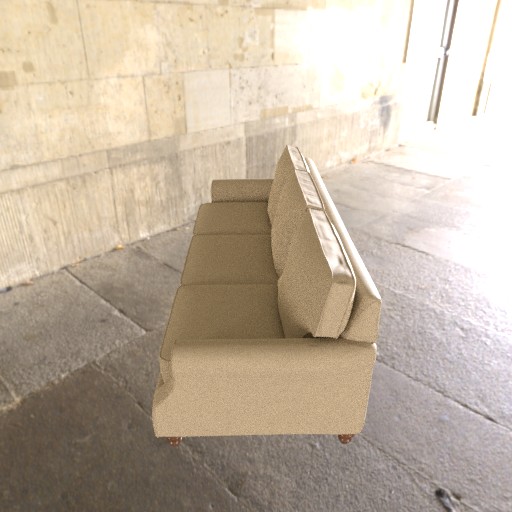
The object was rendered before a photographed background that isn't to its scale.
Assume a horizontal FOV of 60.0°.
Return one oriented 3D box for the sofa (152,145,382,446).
[{"bbox_3d":[0.000,0.000,2.807,0.966,0.948,2.354,0,27,-1],"label":"sofa"}]
